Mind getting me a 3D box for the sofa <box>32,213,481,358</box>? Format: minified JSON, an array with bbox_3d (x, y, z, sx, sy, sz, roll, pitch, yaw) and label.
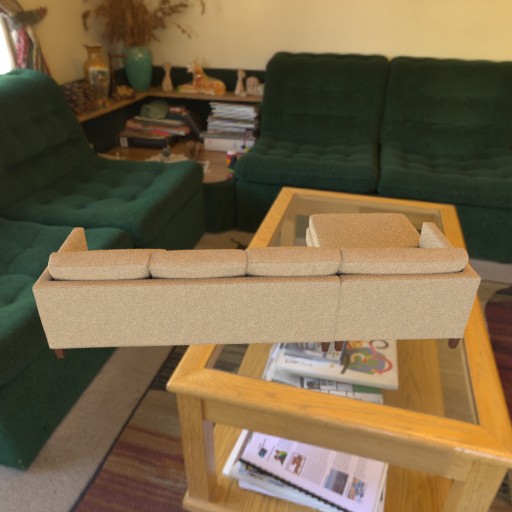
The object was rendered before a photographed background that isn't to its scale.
[{"bbox_3d":[0.000,0.000,3.930,3.186,0.846,1.625,-1,31,-2],"label":"sofa"}]
